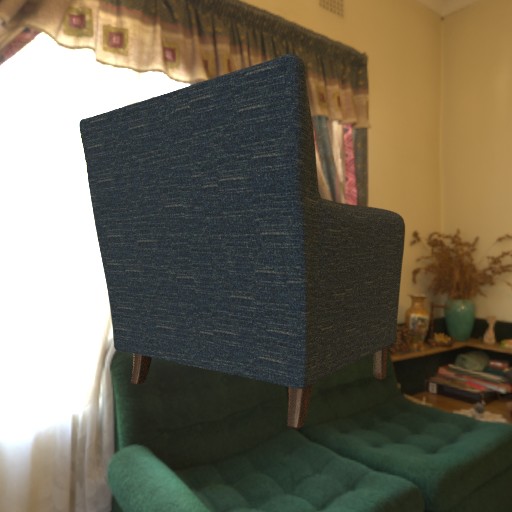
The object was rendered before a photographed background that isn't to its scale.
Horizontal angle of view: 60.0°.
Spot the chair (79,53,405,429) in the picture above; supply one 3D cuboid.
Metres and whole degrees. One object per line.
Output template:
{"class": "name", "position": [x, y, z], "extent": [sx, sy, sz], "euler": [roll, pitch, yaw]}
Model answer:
{"class": "chair", "position": [0.000, 0.000, 1.593], "extent": [0.864, 0.928, 0.873], "euler": [0, 0, 37]}
